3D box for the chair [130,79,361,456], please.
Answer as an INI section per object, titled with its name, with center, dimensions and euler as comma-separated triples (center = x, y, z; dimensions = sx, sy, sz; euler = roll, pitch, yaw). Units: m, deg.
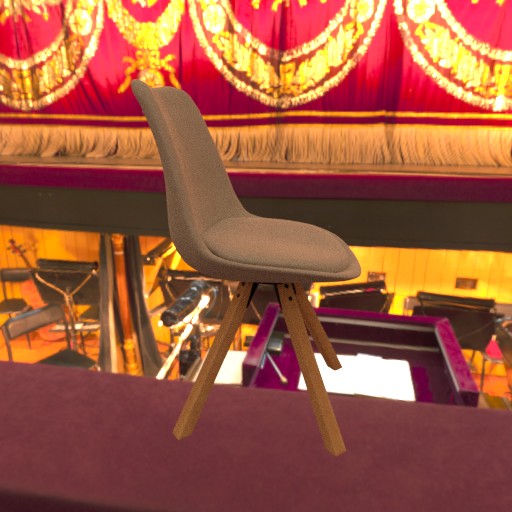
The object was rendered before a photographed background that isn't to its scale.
[chair]
center = 0.000, 0.000, 1.177
dimensions = 0.549, 0.863, 0.474
euler = 3, 17, 9
